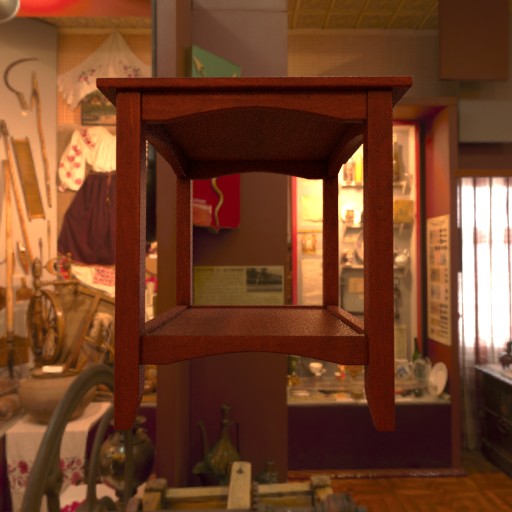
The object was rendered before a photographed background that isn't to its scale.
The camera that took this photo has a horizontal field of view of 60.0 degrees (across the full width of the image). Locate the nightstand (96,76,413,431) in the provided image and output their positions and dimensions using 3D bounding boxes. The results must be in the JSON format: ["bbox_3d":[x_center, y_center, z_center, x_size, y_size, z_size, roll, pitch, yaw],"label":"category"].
[{"bbox_3d":[0.000,0.000,0.973,0.501,0.558,0.558,0,-1,1],"label":"nightstand"}]
